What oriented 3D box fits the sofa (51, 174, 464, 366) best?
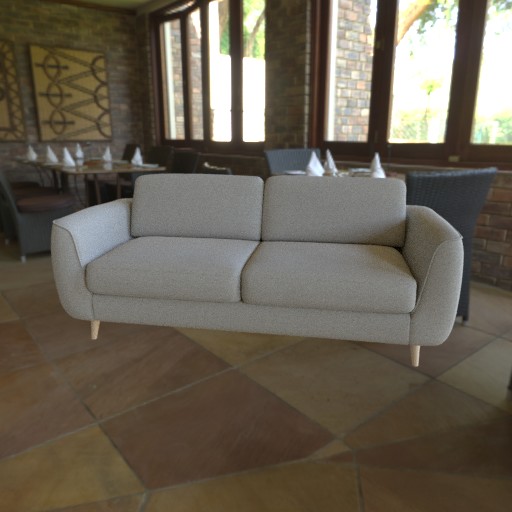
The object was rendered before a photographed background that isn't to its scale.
[{"bbox_3d":[0.000,0.000,2.480,2.000,0.850,0.920,3,16,10],"label":"sofa"}]
